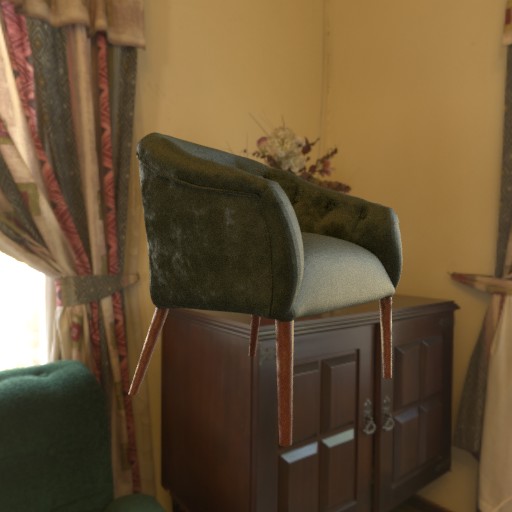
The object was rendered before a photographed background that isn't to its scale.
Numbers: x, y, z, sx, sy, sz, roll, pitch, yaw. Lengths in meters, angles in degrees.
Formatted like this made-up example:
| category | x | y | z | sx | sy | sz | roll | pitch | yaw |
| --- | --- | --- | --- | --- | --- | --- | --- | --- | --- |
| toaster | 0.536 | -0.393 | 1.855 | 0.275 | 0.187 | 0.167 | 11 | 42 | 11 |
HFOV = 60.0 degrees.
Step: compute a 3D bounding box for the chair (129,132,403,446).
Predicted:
| category | x | y | z | sx | sy | sz | roll | pitch | yaw |
| --- | --- | --- | --- | --- | --- | --- | --- | --- | --- |
| chair | 0.000 | 0.000 | 1.529 | 0.776 | 0.885 | 0.851 | 0 | 1 | 36 |
